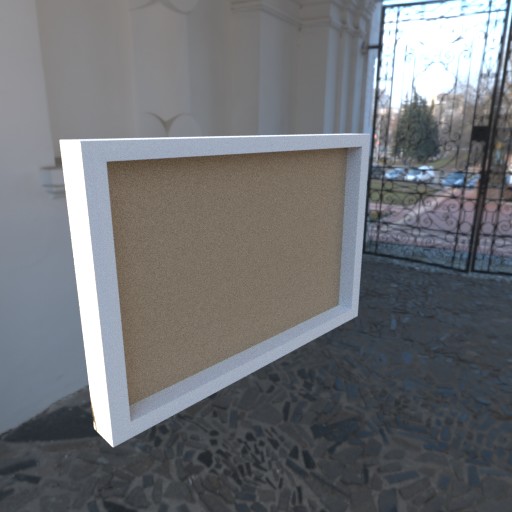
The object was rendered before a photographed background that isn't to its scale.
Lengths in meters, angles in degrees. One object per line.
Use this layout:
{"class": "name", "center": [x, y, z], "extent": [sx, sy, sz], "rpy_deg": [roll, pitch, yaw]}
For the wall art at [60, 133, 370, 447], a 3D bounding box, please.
{"class": "wall art", "center": [0.000, 0.000, 0.486], "extent": [0.039, 0.254, 0.384], "rpy_deg": [16, 23, 43]}
